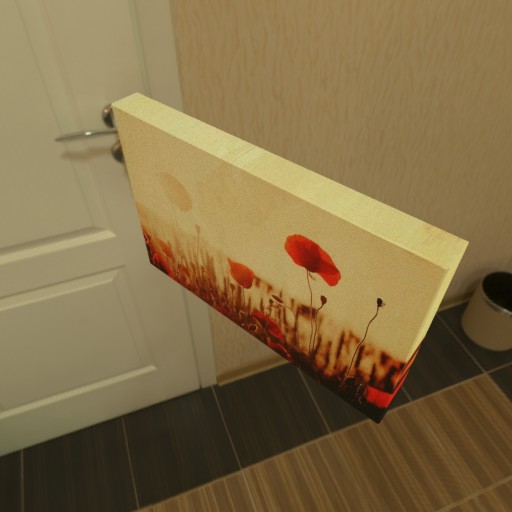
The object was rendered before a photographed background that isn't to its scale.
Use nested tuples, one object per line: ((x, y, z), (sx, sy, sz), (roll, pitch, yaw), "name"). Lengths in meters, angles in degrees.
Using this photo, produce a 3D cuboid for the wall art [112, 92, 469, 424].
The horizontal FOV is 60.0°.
((0.000, 0.000, 0.494), (0.383, 0.251, 0.037), (31, 53, 27), "wall art")
